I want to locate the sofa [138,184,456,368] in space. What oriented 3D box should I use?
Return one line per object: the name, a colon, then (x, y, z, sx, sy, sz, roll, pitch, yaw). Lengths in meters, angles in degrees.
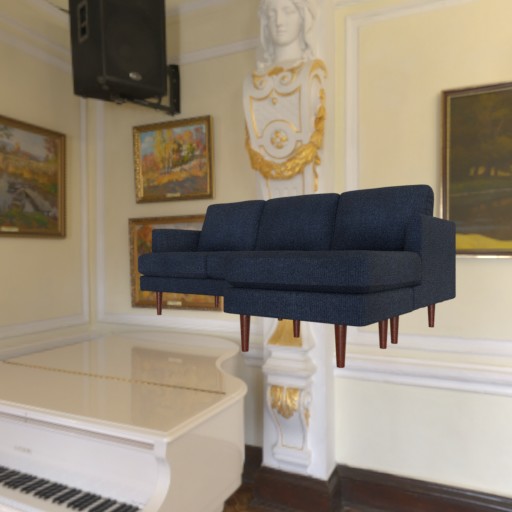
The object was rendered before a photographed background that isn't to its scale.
sofa: (0.000, 0.000, 3.032, 2.233, 0.956, 1.504, 0, 0, 37)
